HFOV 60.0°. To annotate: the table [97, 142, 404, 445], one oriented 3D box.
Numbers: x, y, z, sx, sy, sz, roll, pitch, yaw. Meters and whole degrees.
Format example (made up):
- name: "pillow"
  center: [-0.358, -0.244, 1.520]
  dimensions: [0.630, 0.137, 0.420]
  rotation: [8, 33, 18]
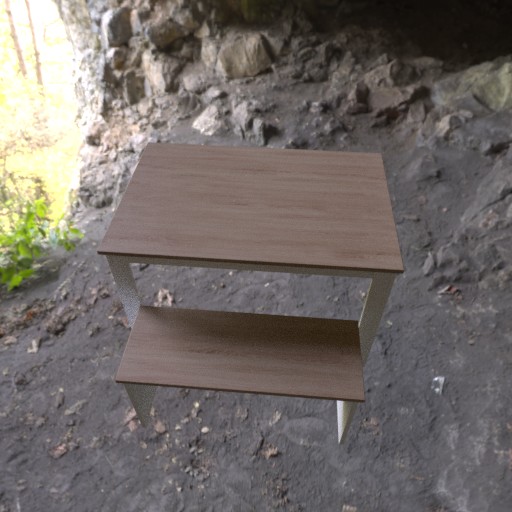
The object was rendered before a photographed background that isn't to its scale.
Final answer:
- name: "table"
  center: [0.000, 0.000, 2.077]
  dimensions: [1.100, 0.700, 1.443]
  rotation: [4, 46, 3]
